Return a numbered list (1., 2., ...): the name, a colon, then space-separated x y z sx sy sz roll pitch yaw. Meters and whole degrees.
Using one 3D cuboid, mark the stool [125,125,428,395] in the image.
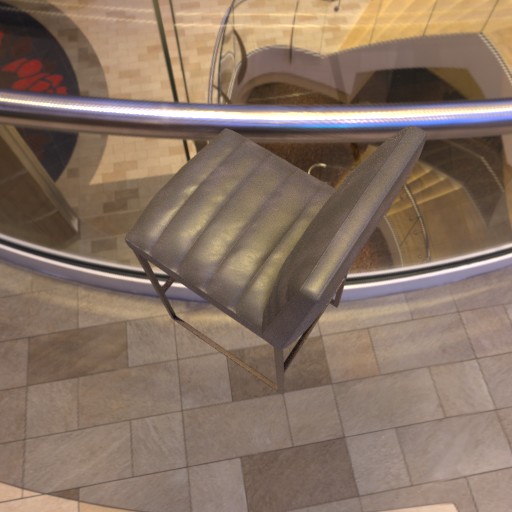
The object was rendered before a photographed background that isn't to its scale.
1. stool: 0.000 0.000 1.342 0.562 1.065 0.463 32 69 14
